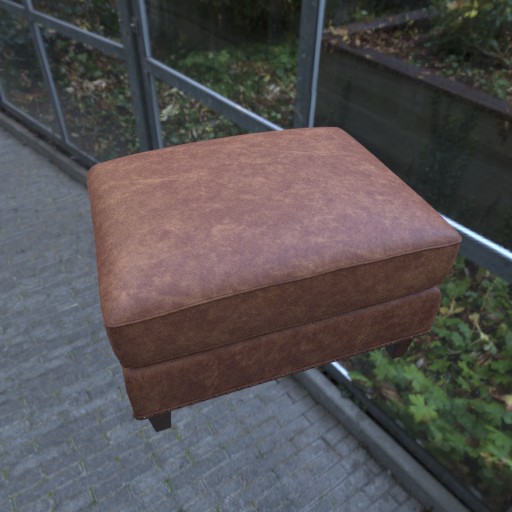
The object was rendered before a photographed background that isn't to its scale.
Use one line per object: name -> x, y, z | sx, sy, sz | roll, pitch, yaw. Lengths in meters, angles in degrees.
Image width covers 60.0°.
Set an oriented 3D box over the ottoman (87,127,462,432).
ottoman -> 0.000, 0.000, 1.145 | 0.742, 0.486, 0.586 | -13, 42, -14
